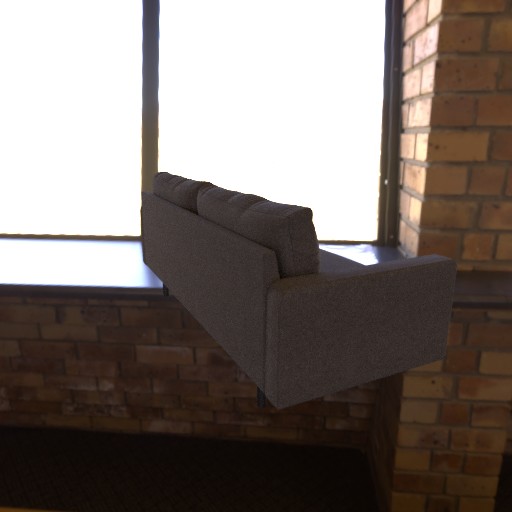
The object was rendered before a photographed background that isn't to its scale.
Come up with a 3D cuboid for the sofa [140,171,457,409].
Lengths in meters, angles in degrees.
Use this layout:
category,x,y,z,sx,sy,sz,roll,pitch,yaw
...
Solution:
category,x,y,z,sx,sy,sz,roll,pitch,yaw
sofa,0.000,0.000,2.587,0.880,0.880,2.100,-8,17,-26
